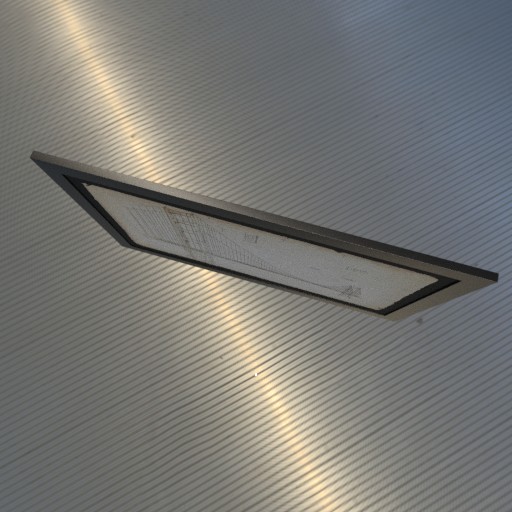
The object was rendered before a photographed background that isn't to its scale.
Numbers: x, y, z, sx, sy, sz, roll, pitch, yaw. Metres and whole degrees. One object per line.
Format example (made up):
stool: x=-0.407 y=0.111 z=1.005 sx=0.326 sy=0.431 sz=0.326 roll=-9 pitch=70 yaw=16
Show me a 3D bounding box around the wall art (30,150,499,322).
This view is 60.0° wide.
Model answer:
wall art: x=0.000 y=0.000 z=0.820 sx=0.660 sy=0.447 sz=0.013 roll=15 pitch=76 yaw=4
